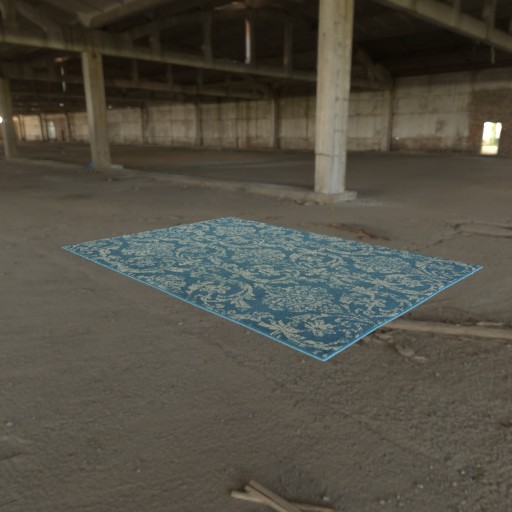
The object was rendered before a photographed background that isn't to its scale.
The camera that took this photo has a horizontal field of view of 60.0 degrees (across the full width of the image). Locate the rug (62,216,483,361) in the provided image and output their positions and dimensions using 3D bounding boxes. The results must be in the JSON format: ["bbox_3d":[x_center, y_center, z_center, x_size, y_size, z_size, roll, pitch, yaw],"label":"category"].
[{"bbox_3d":[0.000,0.000,2.814,2.205,0.012,1.554,15,22,43],"label":"rug"}]
